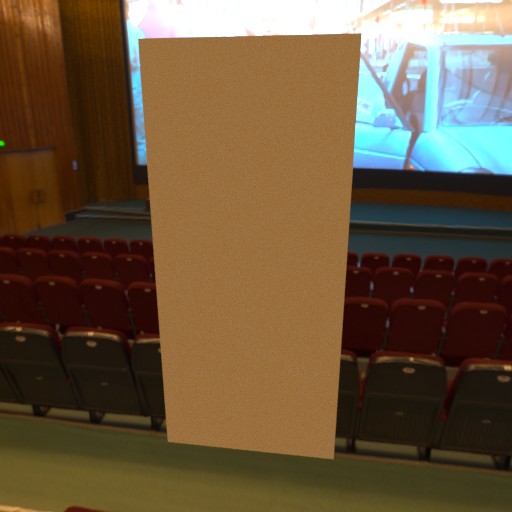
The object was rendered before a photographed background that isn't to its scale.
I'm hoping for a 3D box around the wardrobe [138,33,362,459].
[{"bbox_3d":[0.000,0.000,1.966,0.760,1.700,0.470,3,18,8],"label":"wardrobe"}]
